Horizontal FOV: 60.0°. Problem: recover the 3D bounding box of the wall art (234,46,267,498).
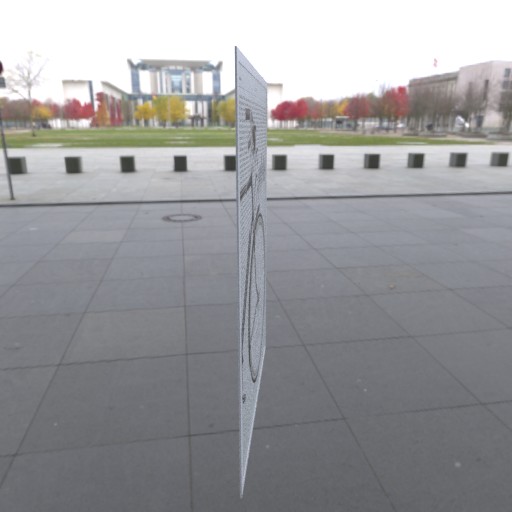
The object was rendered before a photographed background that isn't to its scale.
[{"bbox_3d":[0.000,0.000,0.784,0.003,0.610,0.457,2,17,5],"label":"wall art"}]
